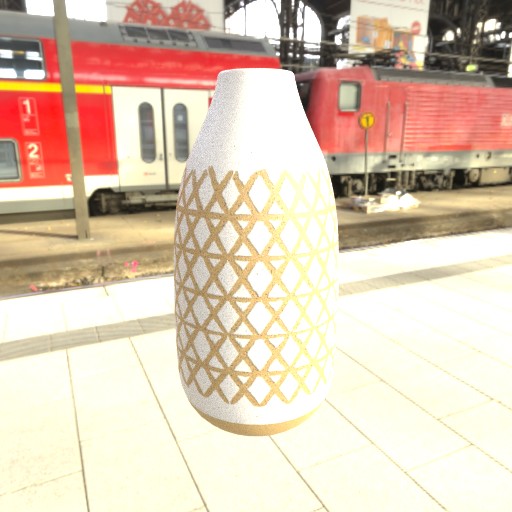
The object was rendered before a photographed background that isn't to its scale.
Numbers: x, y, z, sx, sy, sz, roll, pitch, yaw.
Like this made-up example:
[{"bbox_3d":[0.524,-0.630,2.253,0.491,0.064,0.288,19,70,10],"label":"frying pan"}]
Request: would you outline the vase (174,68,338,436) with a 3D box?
[{"bbox_3d":[0.000,0.000,0.495,0.186,0.380,0.186,0,16,0],"label":"vase"}]
